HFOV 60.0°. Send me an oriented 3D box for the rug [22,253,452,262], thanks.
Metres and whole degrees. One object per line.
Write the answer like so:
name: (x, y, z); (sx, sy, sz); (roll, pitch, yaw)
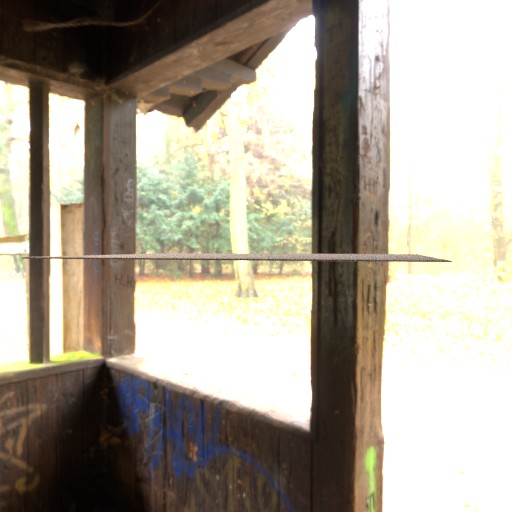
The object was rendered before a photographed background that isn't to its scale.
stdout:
rug: (0.000, 0.000, 4.117); (3.034, 0.012, 2.406); (0, 1, 16)
